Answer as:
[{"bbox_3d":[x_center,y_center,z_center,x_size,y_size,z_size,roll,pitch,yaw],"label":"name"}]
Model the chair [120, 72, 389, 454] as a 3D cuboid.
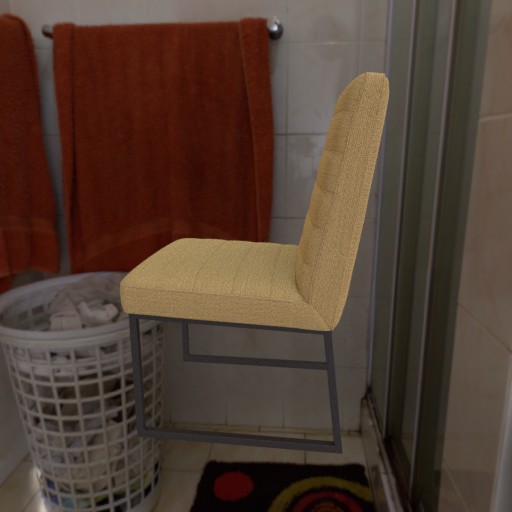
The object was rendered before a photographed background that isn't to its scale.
[{"bbox_3d":[0.000,0.000,1.292,0.634,0.930,0.520,2,14,7],"label":"chair"}]
